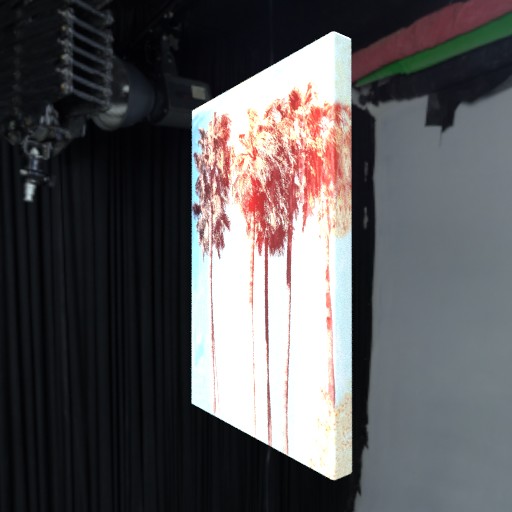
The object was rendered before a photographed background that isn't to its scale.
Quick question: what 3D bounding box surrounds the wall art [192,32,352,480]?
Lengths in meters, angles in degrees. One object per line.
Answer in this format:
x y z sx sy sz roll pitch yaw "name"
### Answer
0.000 0.000 0.770 0.038 0.610 0.401 0 -1 -36 "wall art"
